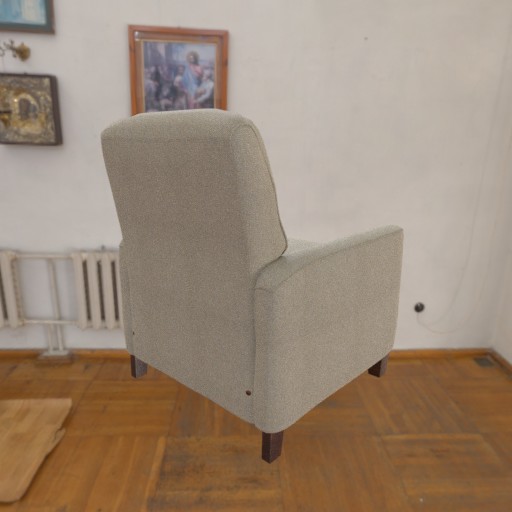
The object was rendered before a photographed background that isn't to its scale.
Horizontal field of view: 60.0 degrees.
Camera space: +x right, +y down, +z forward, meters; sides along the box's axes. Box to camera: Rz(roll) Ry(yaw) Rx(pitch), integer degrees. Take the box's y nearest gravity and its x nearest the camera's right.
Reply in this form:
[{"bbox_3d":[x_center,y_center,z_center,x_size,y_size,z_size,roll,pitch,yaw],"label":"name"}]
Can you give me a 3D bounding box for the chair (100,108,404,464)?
[{"bbox_3d":[0.000,0.000,1.664,0.850,1.006,0.853,13,20,41],"label":"chair"}]
